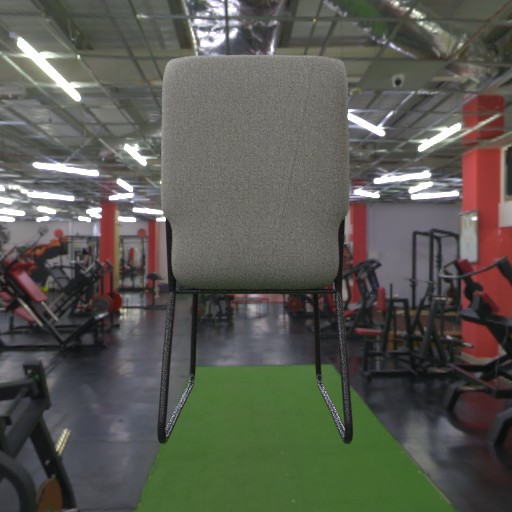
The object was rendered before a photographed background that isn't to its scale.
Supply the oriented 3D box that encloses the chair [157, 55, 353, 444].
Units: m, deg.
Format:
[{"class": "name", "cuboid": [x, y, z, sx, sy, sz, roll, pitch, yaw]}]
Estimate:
[{"class": "chair", "cuboid": [0.000, 0.000, 1.193, 0.448, 0.864, 0.560, 0, 0, 0]}]
